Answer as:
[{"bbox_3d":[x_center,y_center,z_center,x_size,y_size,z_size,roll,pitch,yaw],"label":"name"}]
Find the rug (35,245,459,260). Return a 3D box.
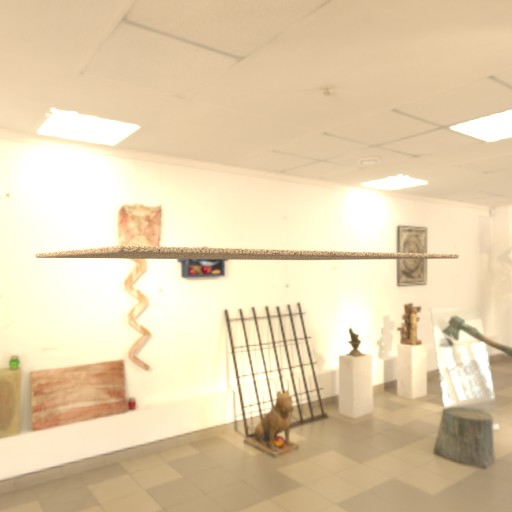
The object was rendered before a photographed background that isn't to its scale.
[{"bbox_3d":[0.000,0.000,2.990,2.438,0.030,1.524,1,-1,-37],"label":"rug"}]
